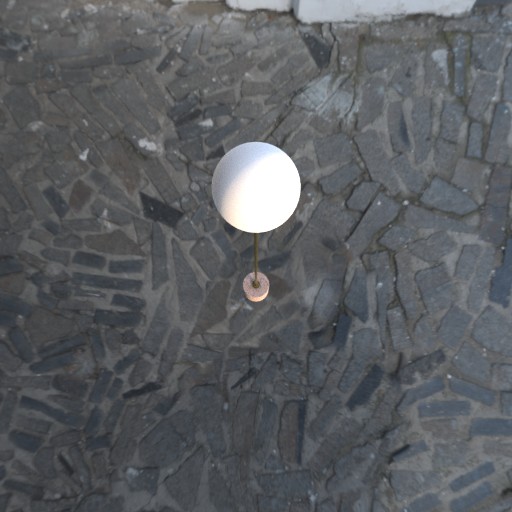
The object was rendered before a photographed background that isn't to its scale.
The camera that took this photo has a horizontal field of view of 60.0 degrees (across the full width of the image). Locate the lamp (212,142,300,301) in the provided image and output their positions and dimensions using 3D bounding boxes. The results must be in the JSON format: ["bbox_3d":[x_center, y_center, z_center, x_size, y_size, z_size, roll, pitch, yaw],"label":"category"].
[{"bbox_3d":[0.000,0.000,1.879,0.229,1.748,0.229,16,77,4],"label":"lamp"}]
